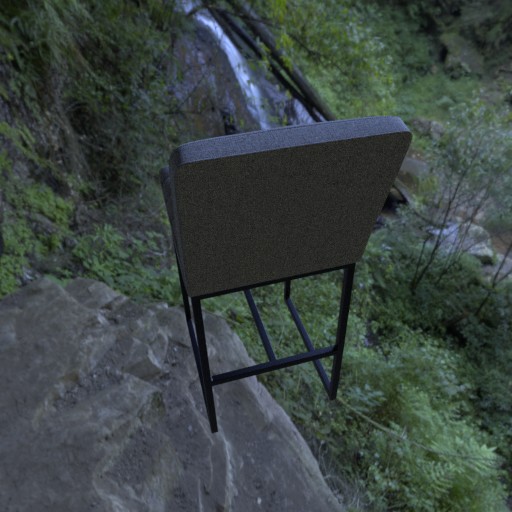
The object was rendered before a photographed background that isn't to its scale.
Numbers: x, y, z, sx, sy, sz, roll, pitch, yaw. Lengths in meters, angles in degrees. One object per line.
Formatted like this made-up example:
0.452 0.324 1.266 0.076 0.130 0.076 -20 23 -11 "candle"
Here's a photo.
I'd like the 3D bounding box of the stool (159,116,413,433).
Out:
0.000 0.000 1.306 0.459 1.034 0.571 -11 43 -12 "stool"
